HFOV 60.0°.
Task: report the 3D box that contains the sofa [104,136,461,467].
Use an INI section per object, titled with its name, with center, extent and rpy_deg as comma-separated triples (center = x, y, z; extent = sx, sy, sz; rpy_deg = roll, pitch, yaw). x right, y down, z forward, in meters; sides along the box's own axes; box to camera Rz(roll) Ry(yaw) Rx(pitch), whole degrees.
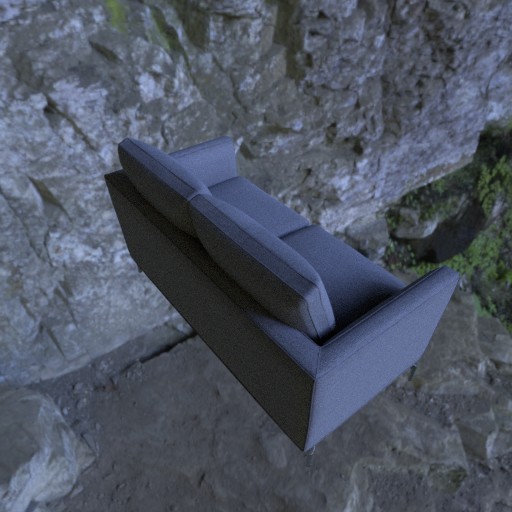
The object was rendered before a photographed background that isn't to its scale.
[sofa]
center = 0.000, 0.000, 2.151
extent = 0.803, 0.924, 1.594
rpy_deg = -27, 47, -28
